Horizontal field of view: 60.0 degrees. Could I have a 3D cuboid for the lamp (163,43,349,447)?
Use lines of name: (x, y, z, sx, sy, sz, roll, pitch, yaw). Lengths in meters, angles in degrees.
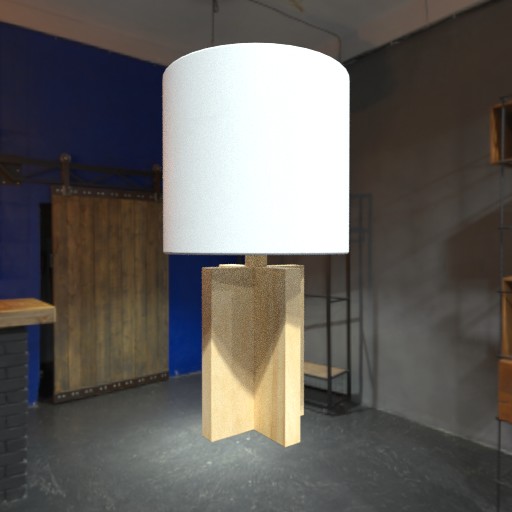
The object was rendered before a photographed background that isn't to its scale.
lamp: (0.000, 0.000, 0.557, 0.229, 0.428, 0.229, -1, 1, -36)
